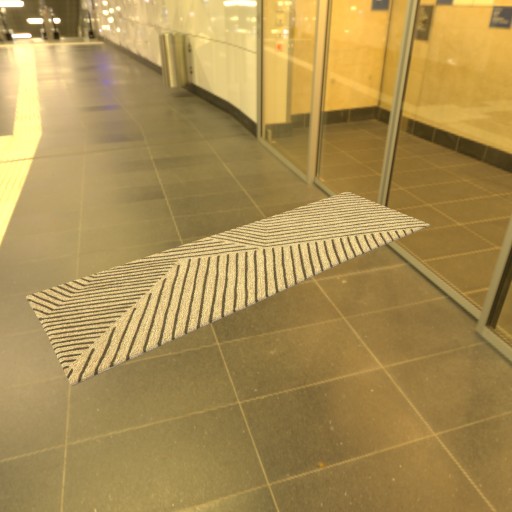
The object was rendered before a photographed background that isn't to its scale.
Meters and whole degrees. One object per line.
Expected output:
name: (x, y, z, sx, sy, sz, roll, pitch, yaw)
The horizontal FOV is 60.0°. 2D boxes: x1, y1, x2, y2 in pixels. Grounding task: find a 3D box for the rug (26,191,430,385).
rug: (0.000, 0.000, 2.683, 2.439, 0.020, 0.773, -21, 36, -31)
